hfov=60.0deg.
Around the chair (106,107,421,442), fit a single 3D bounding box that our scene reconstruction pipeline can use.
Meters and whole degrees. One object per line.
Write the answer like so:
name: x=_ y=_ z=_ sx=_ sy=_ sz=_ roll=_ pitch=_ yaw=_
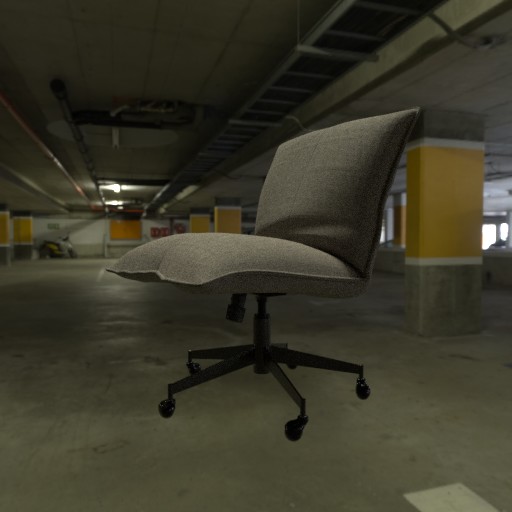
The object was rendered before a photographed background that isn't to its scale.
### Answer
chair: x=0.000 y=0.000 z=1.255 sx=0.696 sy=0.811 sz=0.597 roll=-2 pitch=3 yaw=-35
